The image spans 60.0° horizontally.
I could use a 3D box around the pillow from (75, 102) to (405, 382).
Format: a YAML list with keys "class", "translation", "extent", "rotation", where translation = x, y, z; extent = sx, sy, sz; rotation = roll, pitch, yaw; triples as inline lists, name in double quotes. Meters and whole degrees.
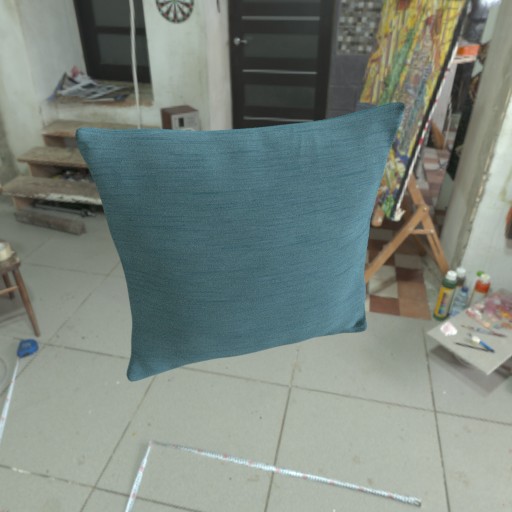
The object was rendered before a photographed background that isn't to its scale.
- class: "pillow"
  translation: [0.000, 0.000, 0.660]
  extent: [0.433, 0.415, 0.151]
  rotation: [-9, 33, -14]
